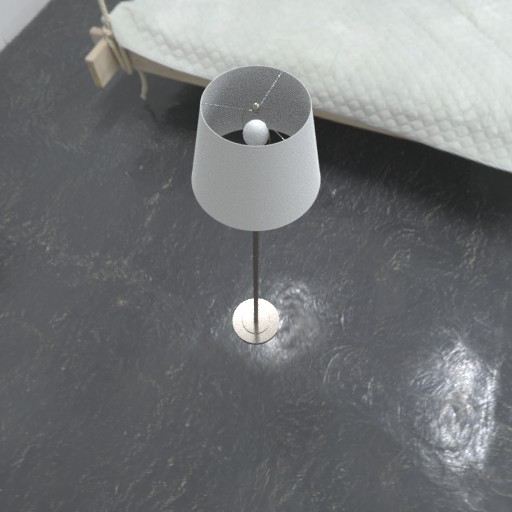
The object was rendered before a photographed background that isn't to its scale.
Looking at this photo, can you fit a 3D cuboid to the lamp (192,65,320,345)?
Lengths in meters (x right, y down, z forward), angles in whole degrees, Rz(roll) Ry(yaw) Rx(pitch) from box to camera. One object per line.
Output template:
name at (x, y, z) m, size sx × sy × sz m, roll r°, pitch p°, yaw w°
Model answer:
lamp at (0.000, 0.000, 1.648) m, size 0.355 × 1.473 × 0.355 m, roll 0°, pitch 62°, yaw 0°
